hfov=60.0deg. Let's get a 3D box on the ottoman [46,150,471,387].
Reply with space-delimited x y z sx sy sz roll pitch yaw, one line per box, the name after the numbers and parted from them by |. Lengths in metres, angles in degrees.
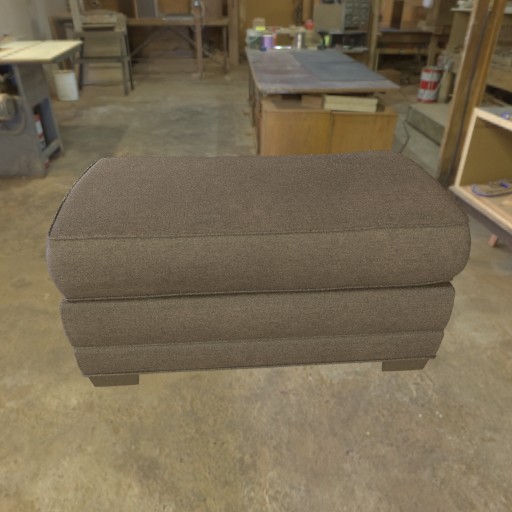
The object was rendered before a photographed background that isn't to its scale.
0.000 0.000 1.138 0.864 0.448 0.490 -2 31 -3 | ottoman
